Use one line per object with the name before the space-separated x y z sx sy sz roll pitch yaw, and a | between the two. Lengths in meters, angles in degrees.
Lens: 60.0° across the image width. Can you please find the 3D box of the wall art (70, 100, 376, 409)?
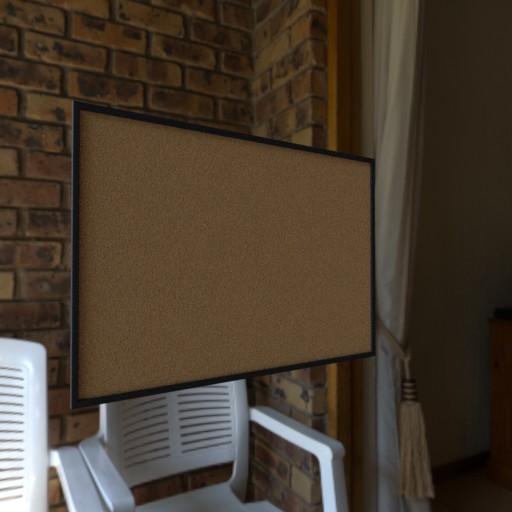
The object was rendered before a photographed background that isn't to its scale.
wall art | 0.000 0.000 1.229 0.963 0.665 0.013 1 -1 -34
